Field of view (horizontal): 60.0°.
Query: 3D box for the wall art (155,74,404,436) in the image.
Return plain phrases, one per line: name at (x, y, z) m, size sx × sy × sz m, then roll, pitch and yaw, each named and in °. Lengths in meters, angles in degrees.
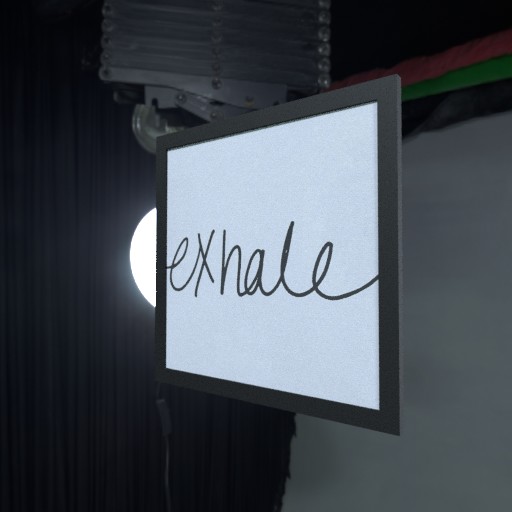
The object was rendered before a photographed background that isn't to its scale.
wall art at (0.000, 0.000, 0.547) m, size 0.358 × 0.357 × 0.012 m, roll -1°, pitch -2°, yaw 37°
